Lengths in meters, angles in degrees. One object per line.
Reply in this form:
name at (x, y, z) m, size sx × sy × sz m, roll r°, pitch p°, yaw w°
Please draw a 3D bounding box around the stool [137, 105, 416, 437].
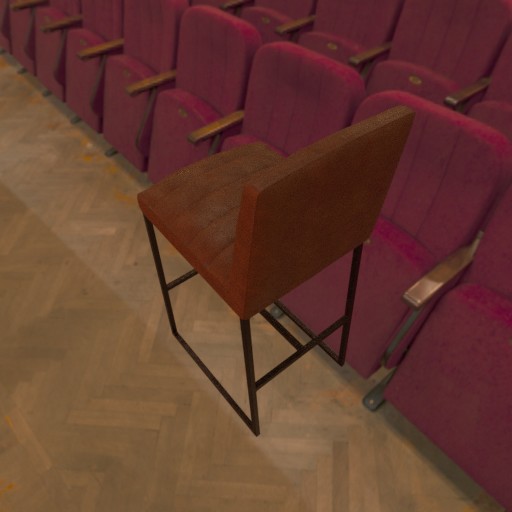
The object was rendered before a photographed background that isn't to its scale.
stool at (0.000, 0.000, 1.360) m, size 0.463 × 1.065 × 0.562 m, roll -31°, pitch 54°, yaw -26°
